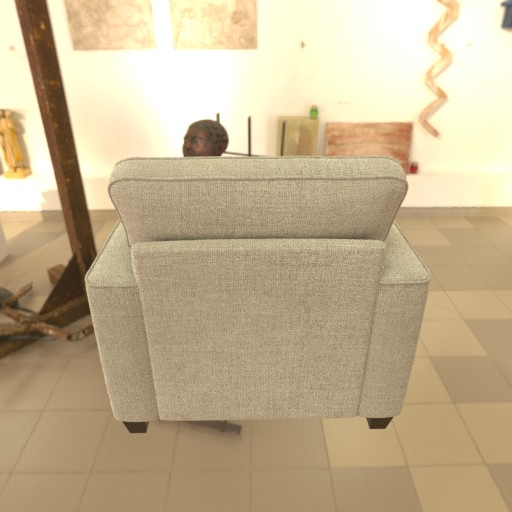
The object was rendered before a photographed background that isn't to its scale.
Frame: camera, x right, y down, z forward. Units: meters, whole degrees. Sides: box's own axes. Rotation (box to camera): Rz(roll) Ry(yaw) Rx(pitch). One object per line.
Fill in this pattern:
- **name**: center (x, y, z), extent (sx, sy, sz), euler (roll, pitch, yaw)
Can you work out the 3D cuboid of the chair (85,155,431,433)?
- **chair**: center (0.000, 0.000, 1.727), extent (1.015, 0.965, 0.939), euler (-1, 29, -1)
